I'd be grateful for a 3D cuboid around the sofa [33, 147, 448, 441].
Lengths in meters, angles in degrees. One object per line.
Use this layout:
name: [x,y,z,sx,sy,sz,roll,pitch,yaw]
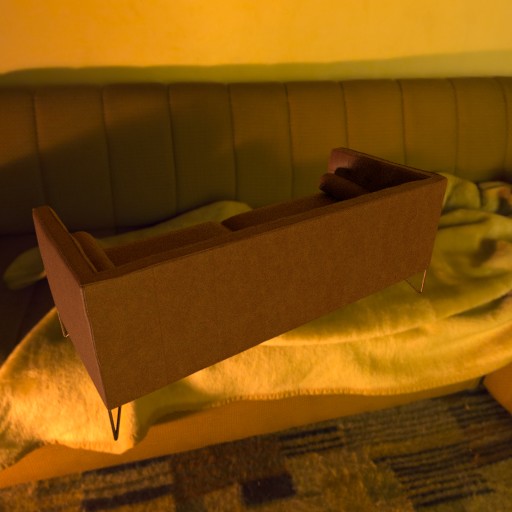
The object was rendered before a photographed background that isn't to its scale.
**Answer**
sofa: [0.000,0.000,2.519,2.079,0.798,0.912,-18,33,-30]
